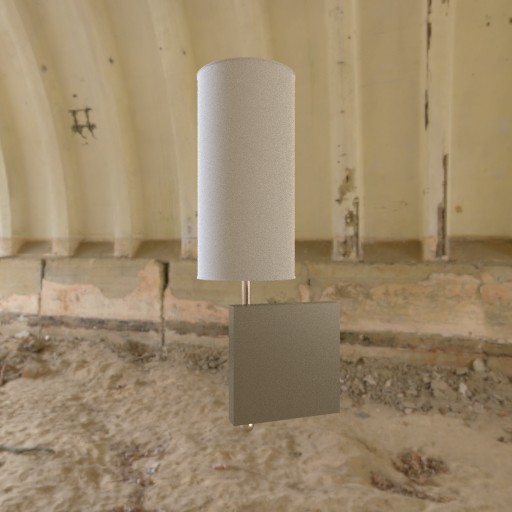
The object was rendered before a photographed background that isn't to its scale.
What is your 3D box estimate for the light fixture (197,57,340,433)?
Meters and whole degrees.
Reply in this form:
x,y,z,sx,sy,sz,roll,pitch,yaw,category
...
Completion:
x,y,z,sx,sy,sz,roll,pitch,yaw,category
0.000,0.000,0.541,0.128,0.462,0.208,0,0,-19,light fixture
